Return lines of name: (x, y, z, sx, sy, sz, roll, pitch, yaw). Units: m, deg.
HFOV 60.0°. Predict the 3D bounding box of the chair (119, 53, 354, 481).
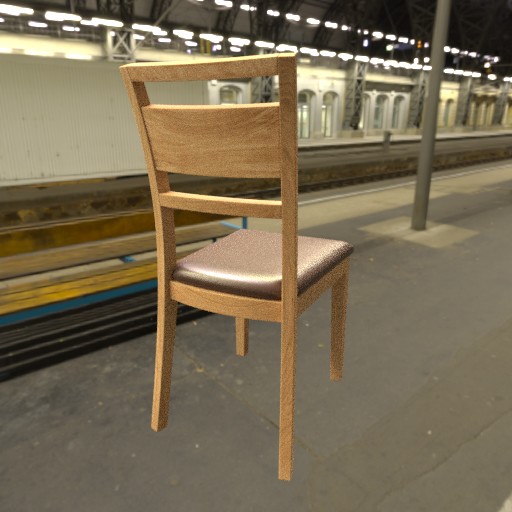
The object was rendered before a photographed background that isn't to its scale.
chair: (0.000, 0.000, 1.205, 0.420, 0.940, 0.545, 9, 19, 26)
